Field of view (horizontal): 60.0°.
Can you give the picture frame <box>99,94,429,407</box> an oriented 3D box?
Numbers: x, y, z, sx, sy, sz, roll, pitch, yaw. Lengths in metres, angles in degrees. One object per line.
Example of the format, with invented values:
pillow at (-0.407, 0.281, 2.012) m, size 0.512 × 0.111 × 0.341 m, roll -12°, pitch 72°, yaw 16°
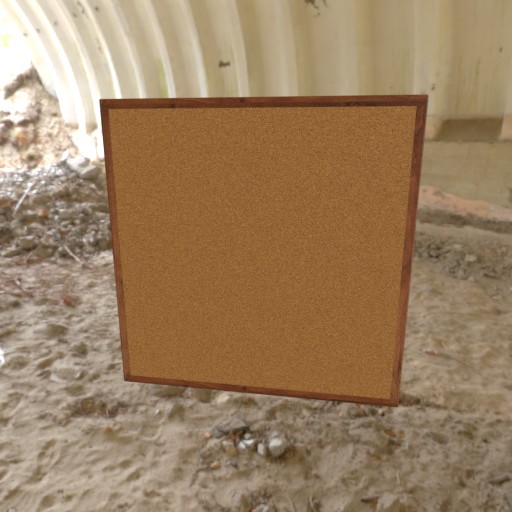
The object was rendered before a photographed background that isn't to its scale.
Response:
picture frame at (0.000, 0.000, 0.528) m, size 0.352 × 0.356 × 0.028 m, roll 3°, pitch 16°, yaw 9°
